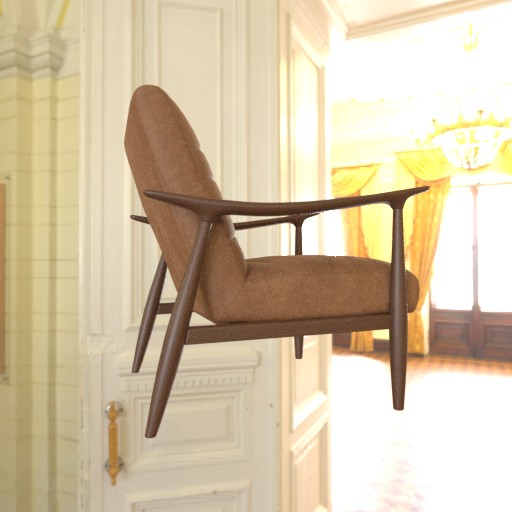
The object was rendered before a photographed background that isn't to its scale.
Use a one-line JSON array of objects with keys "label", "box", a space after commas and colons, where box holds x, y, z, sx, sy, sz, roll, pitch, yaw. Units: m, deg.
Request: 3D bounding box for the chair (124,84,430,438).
[{"label": "chair", "box": [0.000, 0.000, 1.417, 0.798, 0.832, 0.741, 0, -1, -19]}]
